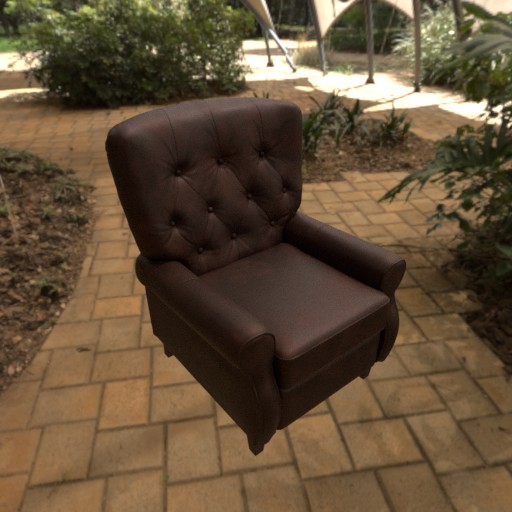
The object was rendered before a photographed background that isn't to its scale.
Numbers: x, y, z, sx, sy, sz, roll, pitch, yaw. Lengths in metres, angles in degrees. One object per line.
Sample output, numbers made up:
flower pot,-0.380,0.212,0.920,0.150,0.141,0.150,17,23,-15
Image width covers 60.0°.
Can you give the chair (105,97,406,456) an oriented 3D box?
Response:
chair,0.000,0.000,1.909,0.948,1.158,1.058,-22,37,-32
